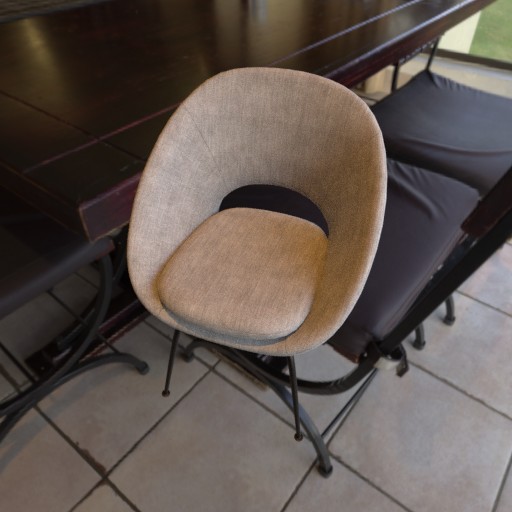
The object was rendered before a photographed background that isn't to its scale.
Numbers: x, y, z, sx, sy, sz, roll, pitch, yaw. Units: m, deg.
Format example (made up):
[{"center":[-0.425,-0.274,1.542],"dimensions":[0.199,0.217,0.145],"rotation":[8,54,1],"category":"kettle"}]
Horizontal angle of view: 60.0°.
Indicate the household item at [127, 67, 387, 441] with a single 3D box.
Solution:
[{"center":[0.000,0.000,1.271],"dimensions":[0.643,0.869,0.587],"rotation":[13,43,14],"category":"household item"}]
